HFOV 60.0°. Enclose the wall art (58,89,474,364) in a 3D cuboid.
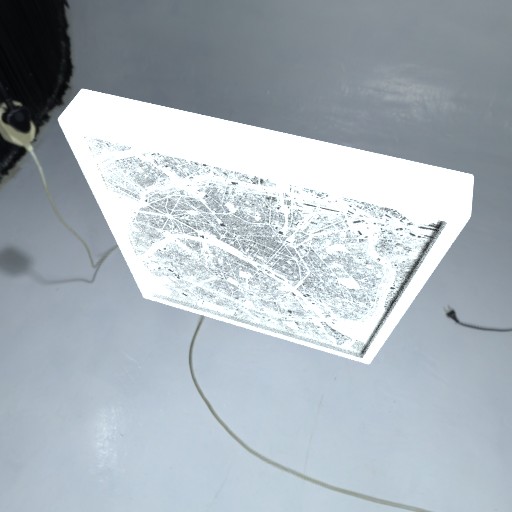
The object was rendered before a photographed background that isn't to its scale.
[{"bbox_3d":[0.000,0.000,0.450,0.305,0.305,0.038,15,60,9],"label":"wall art"}]
